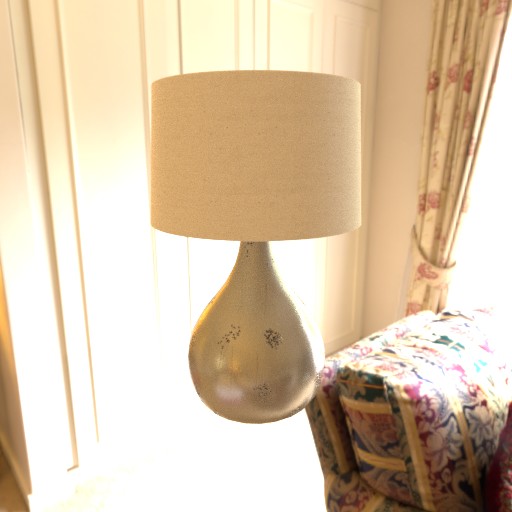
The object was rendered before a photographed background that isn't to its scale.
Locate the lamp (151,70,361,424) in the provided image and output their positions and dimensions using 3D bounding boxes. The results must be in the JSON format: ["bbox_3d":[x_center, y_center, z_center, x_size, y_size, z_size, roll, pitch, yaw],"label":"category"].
[{"bbox_3d":[0.000,0.000,0.727,0.330,0.521,0.330,0,14,0],"label":"lamp"}]
